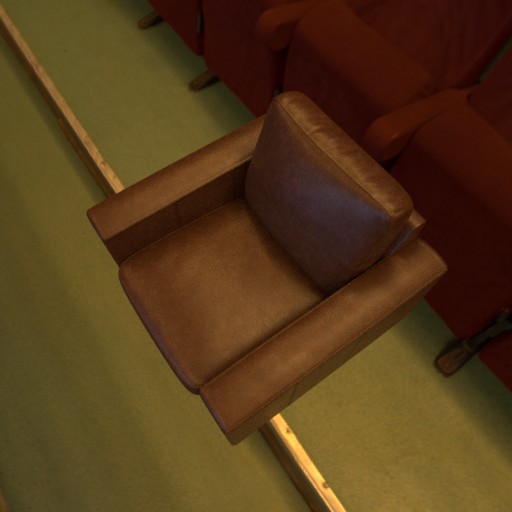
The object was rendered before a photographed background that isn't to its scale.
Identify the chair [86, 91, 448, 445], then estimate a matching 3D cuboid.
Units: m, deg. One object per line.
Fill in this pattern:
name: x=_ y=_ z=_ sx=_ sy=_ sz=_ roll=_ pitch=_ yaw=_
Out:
chair: x=0.000 y=0.000 z=1.766 sx=1.016 sy=0.873 sz=1.005 roll=-32 pitch=68 yaw=-15
